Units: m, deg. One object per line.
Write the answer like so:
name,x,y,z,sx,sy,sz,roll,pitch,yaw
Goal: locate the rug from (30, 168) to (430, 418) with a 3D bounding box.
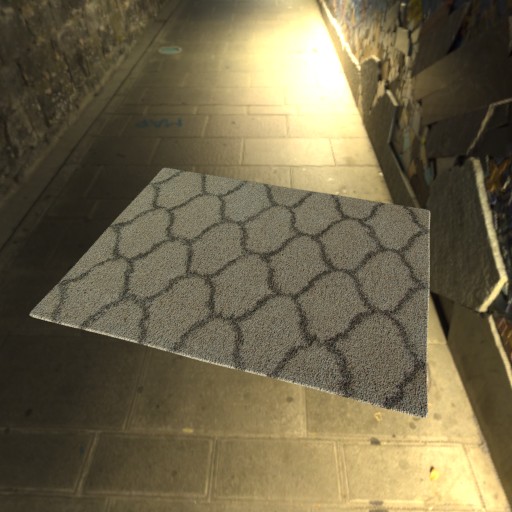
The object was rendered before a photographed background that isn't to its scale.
rug,0.000,0.000,4.002,3.000,0.026,2.399,11,42,13
